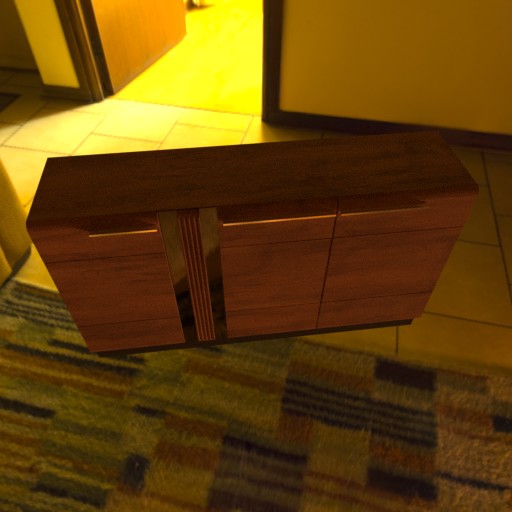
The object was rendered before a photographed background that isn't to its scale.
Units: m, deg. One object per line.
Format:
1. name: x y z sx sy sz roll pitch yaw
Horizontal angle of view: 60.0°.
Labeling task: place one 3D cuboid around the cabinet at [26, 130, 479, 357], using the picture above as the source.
1. cabinet: 0.000 0.000 1.996 1.600 0.900 0.420 -5 47 -5
